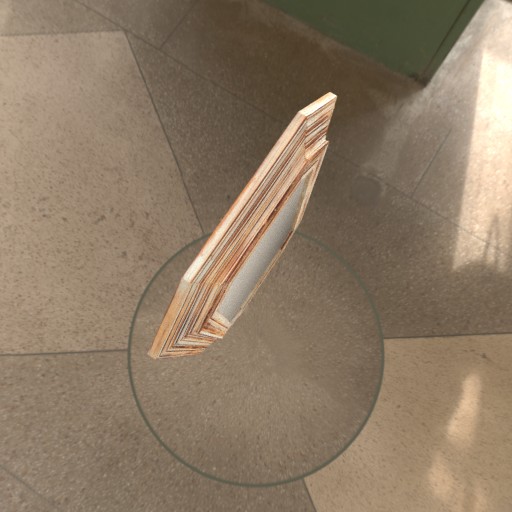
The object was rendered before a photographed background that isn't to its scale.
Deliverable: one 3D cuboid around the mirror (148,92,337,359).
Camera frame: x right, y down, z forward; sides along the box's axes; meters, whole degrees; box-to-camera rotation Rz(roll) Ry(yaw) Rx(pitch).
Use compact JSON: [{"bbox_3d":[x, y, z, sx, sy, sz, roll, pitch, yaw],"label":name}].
[{"bbox_3d":[0.000,0.000,1.310,0.061,1.015,0.709,33,80,6],"label":"mirror"}]
